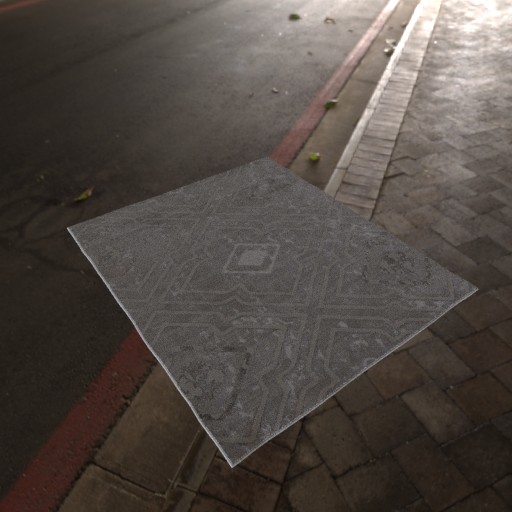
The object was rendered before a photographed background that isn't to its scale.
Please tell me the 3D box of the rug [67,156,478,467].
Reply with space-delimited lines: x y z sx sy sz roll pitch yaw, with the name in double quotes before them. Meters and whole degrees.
"rug" 0.000 0.000 0.886 0.548 0.006 0.639 -25 46 -27
